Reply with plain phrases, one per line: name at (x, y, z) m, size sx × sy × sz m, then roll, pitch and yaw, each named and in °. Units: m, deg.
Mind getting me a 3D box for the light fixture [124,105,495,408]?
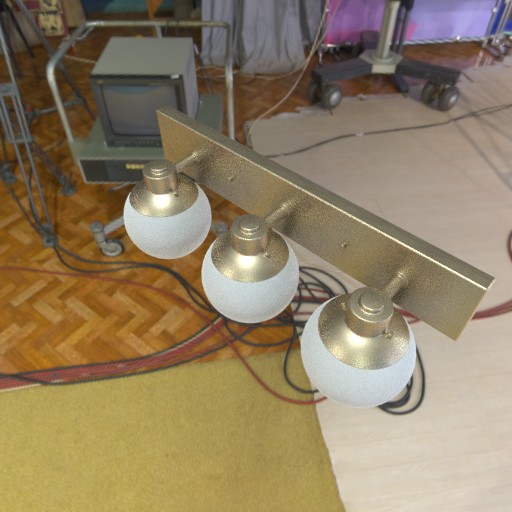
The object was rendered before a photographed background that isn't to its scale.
light fixture at (0.000, 0.000, 0.832) m, size 0.721 × 0.263 × 0.218 m, roll 34°, pitch 56°, yaw 27°
